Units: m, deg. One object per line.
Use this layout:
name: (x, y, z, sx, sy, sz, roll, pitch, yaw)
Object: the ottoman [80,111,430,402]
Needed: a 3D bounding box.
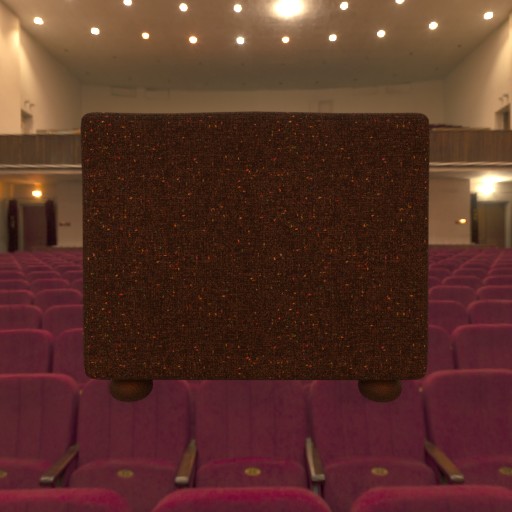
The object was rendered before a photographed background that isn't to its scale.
ottoman: (0.000, 0.000, 0.867, 0.508, 0.432, 0.508, 0, 1, 0)
